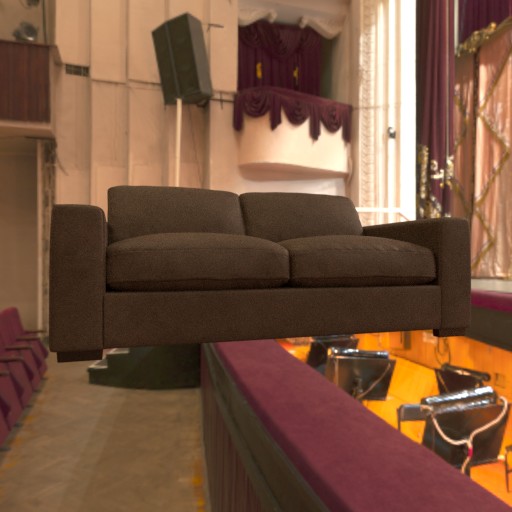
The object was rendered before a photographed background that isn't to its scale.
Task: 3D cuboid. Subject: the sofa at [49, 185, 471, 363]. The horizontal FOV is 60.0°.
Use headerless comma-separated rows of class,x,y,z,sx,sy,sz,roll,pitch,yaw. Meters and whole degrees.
sofa,0.000,0.000,2.384,1.920,0.800,1.070,0,0,-18
